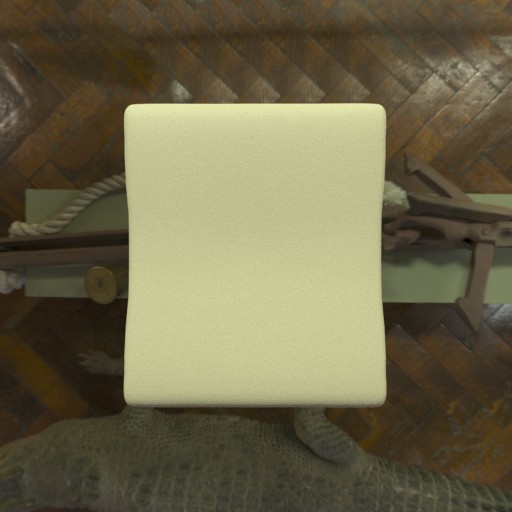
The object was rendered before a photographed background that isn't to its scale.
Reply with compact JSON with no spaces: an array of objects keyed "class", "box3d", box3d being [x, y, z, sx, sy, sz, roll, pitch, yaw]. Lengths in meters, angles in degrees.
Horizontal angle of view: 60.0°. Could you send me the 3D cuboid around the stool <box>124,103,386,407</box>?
[{"class":"stool","box3d":[0.000,0.000,1.038,0.401,0.762,0.471,0,90,0]}]
